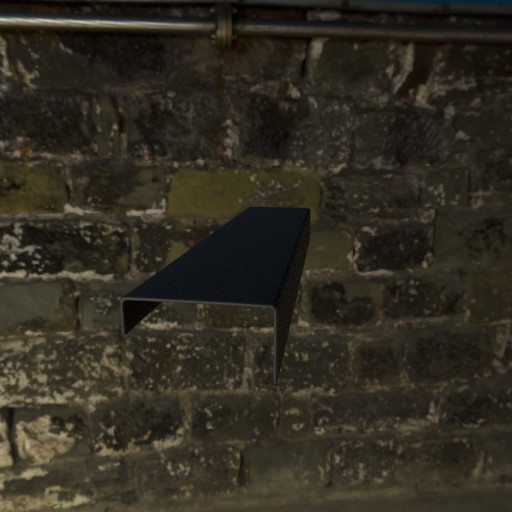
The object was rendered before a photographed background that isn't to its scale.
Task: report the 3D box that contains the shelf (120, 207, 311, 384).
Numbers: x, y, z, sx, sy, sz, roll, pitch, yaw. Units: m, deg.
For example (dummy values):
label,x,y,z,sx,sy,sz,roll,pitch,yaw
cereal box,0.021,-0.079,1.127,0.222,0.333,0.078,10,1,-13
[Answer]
label,x,y,z,sx,sy,sz,roll,pitch,yaw
shelf,0.000,0.000,0.497,0.102,0.053,0.456,2,14,9
